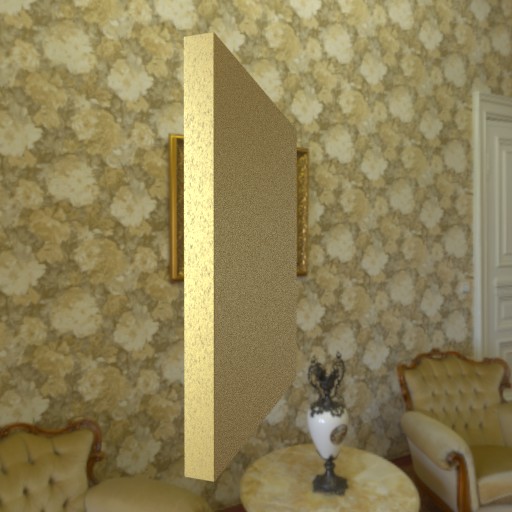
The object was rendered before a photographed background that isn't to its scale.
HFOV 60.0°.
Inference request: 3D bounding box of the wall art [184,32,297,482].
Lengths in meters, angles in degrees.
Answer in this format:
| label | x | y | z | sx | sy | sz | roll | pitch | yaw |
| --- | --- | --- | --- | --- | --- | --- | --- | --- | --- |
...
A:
| label | x | y | z | sx | sy | sz | roll | pitch | yaw |
| --- | --- | --- | --- | --- | --- | --- | --- | --- | --- |
| wall art | 0.000 | 0.000 | 0.894 | 0.048 | 0.642 | 0.537 | 0 | 1 | 18 |
